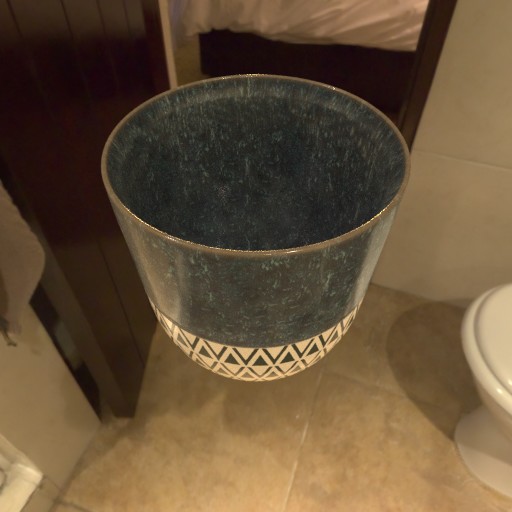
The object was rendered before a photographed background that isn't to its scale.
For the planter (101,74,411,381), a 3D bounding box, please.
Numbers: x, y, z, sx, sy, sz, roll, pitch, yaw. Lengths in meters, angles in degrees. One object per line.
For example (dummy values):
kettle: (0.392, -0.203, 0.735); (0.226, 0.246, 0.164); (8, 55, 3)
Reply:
planter: (0.000, 0.000, 0.364); (0.195, 0.214, 0.195); (0, 48, 0)
